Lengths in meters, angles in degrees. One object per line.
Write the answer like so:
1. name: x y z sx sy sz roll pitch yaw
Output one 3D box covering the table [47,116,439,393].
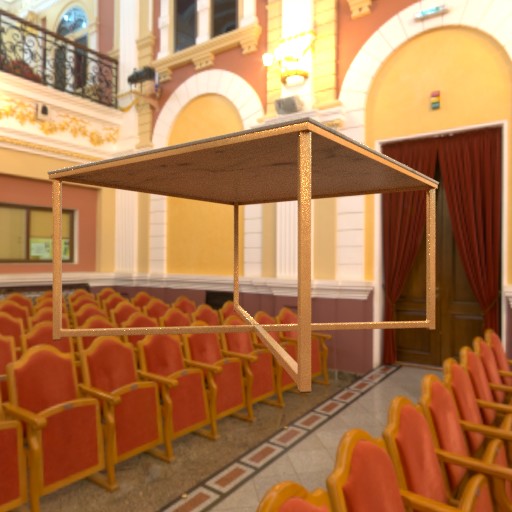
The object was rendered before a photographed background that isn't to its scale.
1. table: 0.000 0.000 1.270 0.800 0.450 0.800 0 0 36
